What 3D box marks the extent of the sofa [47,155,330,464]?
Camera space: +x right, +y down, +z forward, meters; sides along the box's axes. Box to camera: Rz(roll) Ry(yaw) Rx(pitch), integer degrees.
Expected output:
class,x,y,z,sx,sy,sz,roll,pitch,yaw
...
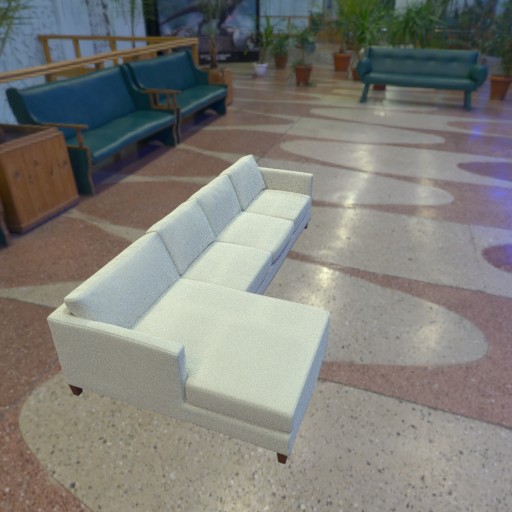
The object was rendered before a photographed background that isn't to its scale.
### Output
class,x,y,z,sx,sy,sz,roll,pitch,yaw
sofa,0.000,0.000,3.916,1.625,0.861,3.186,11,32,18
